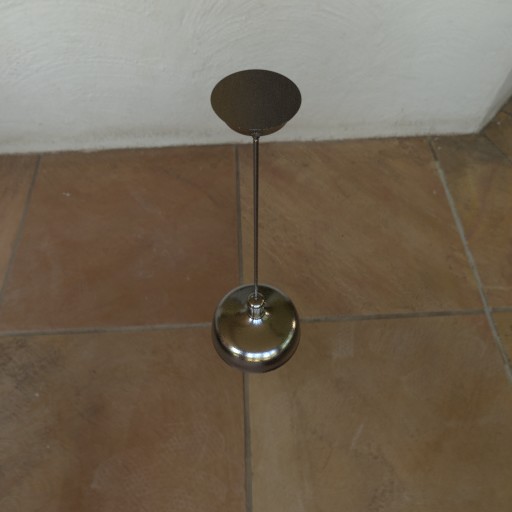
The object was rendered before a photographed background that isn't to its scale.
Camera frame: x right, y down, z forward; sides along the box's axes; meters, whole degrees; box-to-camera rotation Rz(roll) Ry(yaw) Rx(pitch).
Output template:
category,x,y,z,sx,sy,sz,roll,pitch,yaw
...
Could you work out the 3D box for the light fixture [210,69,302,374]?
category,x,y,z,sx,sy,sz,roll,pitch,yaw
light fixture,0.000,0.000,1.088,0.299,0.935,0.299,0,58,0
